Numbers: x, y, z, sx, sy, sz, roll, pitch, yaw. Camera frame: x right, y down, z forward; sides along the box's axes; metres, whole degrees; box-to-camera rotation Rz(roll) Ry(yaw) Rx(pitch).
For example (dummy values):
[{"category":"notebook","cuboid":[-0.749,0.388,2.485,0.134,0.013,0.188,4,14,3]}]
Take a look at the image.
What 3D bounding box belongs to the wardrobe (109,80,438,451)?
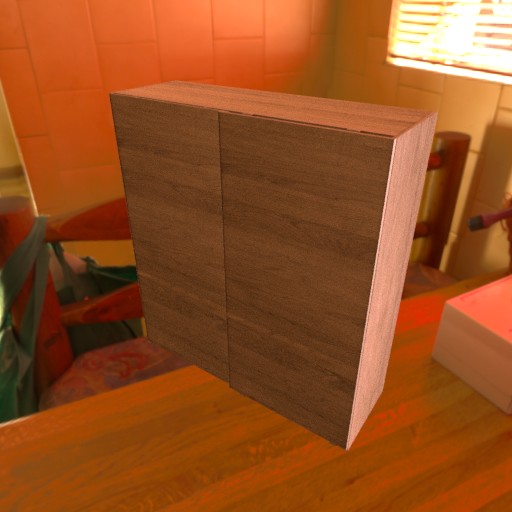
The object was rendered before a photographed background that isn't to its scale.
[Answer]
[{"category":"wardrobe","cuboid":[0.000,0.000,2.917,1.780,1.960,0.629,19,35,30]}]
